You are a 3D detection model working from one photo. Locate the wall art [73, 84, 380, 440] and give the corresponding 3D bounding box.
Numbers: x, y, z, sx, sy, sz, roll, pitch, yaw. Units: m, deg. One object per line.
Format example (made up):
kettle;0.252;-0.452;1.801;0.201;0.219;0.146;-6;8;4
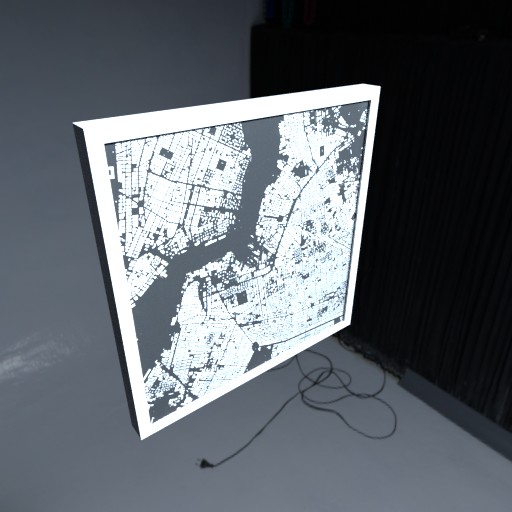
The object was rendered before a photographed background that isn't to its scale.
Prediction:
wall art;0.000;0.000;0.756;0.506;0.506;0.038;-20;35;-32
